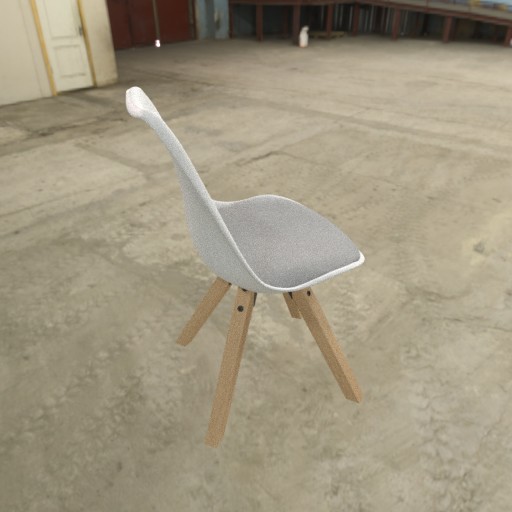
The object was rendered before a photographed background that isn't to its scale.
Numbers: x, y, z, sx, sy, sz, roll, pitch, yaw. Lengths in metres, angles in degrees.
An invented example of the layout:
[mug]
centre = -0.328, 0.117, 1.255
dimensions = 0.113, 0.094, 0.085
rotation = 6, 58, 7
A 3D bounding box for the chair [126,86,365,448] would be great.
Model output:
[chair]
centre = 0.000, 0.000, 1.184
dimensions = 0.550, 0.850, 0.485
rotation = -11, 33, -17
